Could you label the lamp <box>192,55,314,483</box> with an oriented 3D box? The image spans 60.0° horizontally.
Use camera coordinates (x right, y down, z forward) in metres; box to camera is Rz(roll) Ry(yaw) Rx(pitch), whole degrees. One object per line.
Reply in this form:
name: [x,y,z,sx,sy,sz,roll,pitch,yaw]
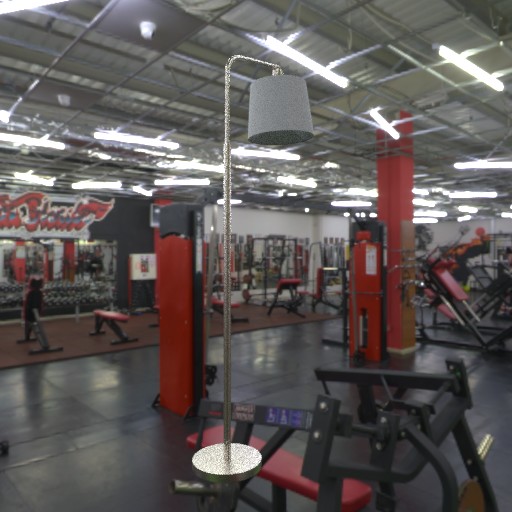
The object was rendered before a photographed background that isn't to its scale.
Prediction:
lamp: [0.000,0.000,1.649,0.508,1.478,0.254,0,0,-39]
